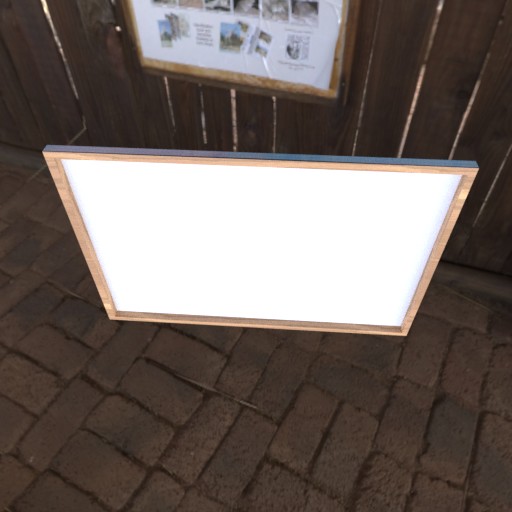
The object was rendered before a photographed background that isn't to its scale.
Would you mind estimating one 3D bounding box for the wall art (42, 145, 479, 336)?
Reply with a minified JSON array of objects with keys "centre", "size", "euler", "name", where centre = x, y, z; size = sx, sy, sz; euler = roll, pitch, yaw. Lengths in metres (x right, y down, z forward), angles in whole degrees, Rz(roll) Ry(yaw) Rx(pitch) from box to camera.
[{"centre":[0.000,0.000,1.435],"size":[1.137,0.756,0.034],"euler":[3,46,3],"name":"wall art"}]
